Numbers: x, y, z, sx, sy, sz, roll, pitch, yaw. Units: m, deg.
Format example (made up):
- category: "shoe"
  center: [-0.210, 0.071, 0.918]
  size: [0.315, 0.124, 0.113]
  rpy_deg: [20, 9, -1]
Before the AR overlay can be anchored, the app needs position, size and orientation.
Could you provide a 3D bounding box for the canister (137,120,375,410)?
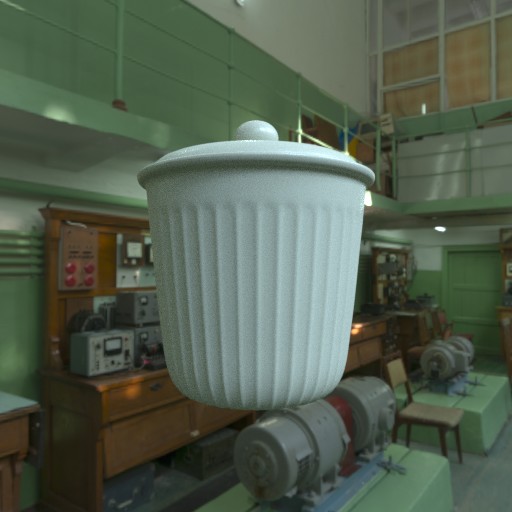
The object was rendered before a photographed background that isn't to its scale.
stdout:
- category: "canister"
  center: [0.000, 0.000, 0.347]
  size: [0.181, 0.211, 0.181]
  rpy_deg: [0, -1, 0]
